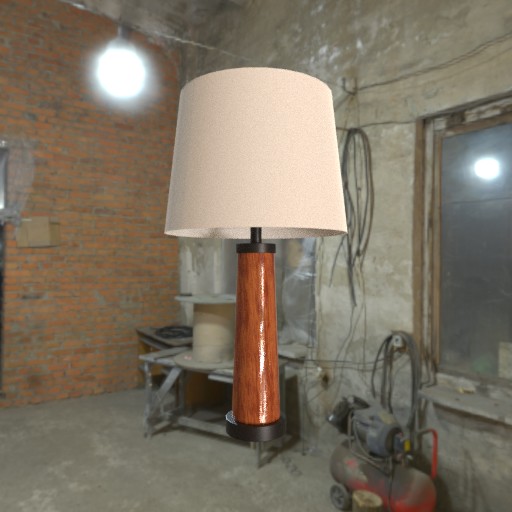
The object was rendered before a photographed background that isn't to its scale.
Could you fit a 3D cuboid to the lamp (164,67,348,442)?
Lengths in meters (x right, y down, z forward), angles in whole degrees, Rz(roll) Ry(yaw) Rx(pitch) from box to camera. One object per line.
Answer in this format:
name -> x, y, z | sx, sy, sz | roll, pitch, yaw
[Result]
lamp -> 0.000, 0.000, 0.855 | 0.349, 0.667, 0.349 | 0, -1, 0
